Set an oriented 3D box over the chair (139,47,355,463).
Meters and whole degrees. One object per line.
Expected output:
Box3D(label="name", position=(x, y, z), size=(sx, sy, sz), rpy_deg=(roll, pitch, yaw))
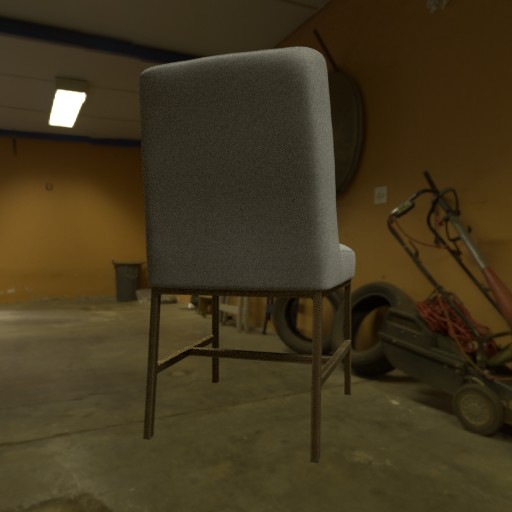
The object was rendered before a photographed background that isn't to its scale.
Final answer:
Box3D(label="chair", position=(0.000, 0.000, 1.245), size=(0.508, 0.889, 0.587), rpy_deg=(0, 0, 17))
